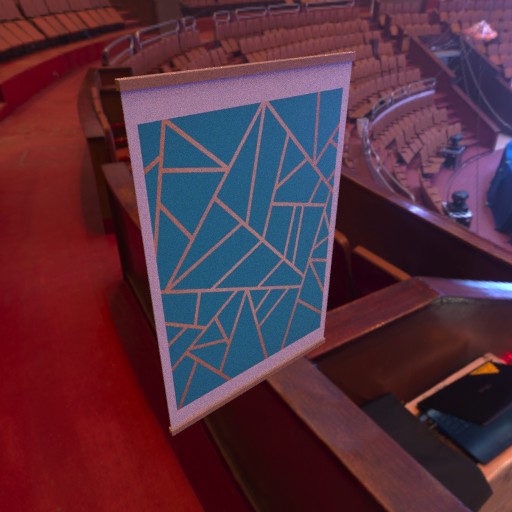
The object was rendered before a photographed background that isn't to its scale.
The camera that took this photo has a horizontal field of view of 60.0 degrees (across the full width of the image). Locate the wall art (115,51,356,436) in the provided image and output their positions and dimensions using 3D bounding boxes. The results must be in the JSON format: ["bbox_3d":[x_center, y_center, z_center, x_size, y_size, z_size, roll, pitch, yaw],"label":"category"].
[{"bbox_3d":[0.000,0.000,1.889,0.990,1.519,0.030,-23,38,-32],"label":"wall art"}]
